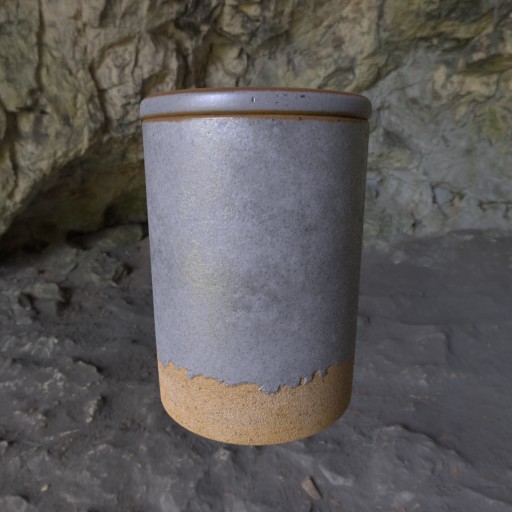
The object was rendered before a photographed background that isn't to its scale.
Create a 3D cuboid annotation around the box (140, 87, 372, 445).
[{"bbox_3d":[0.000,0.000,0.251,0.118,0.168,0.118,0,14,0],"label":"box"}]
